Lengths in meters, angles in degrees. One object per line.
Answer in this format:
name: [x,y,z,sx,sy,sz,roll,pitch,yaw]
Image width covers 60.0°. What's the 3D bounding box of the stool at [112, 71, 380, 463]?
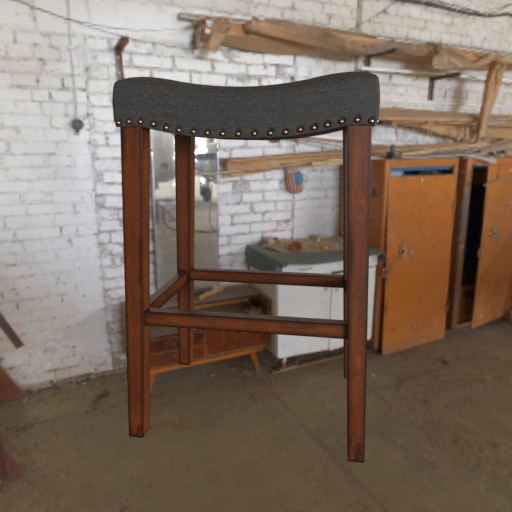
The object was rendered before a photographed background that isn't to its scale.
stool: [0.000,0.000,1.011,0.502,0.748,0.366,2,15,9]
